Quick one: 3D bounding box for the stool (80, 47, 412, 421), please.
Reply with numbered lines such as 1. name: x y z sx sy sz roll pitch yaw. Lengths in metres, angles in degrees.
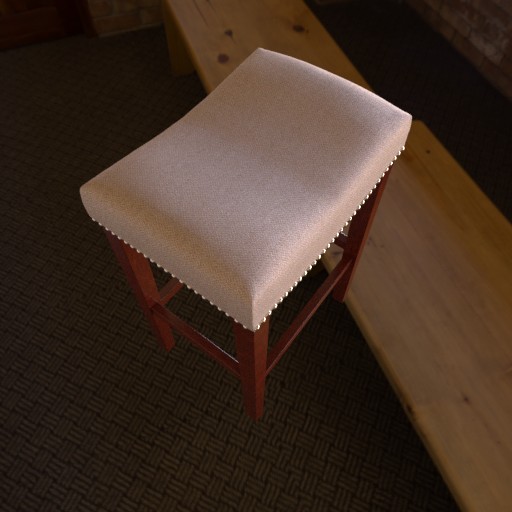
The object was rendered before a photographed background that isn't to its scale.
1. stool: 0.000 0.000 1.058 0.372 0.742 0.504 33 63 19
